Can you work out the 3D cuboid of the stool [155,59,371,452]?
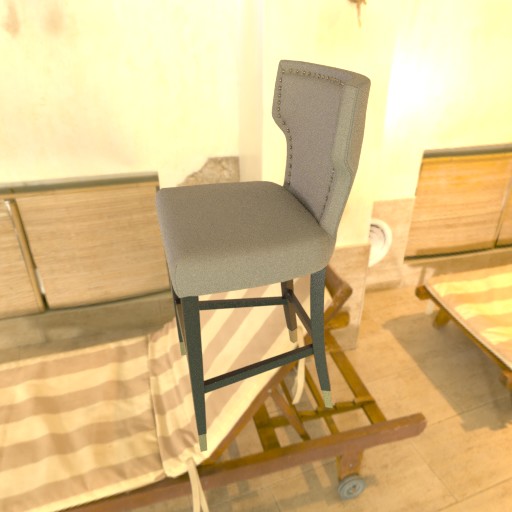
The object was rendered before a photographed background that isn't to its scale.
[{"bbox_3d":[0.000,0.000,1.401,0.563,1.092,0.526,-8,31,-14],"label":"stool"}]
